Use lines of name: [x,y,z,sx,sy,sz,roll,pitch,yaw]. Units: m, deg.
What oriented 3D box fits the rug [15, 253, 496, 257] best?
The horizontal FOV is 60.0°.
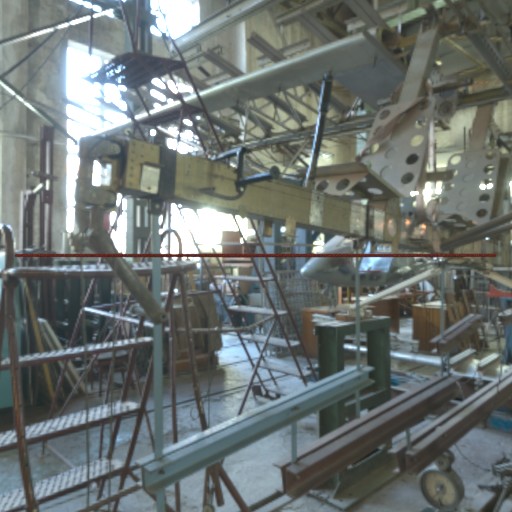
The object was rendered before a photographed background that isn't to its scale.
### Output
rug: [0.000,0.000,2.250,1.802,0.013,1.194,0,0,1]
